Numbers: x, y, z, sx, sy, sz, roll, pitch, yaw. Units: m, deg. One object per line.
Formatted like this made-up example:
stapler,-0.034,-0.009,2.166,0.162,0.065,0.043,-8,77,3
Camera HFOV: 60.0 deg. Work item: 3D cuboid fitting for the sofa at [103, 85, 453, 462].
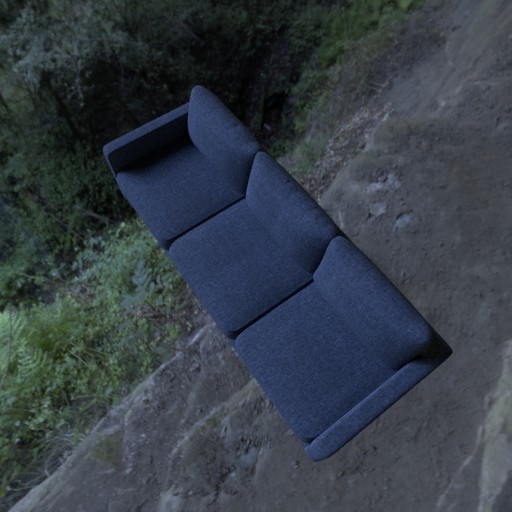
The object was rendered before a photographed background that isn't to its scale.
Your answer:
sofa,0.000,0.000,2.692,0.859,0.874,2.218,-33,68,-15
